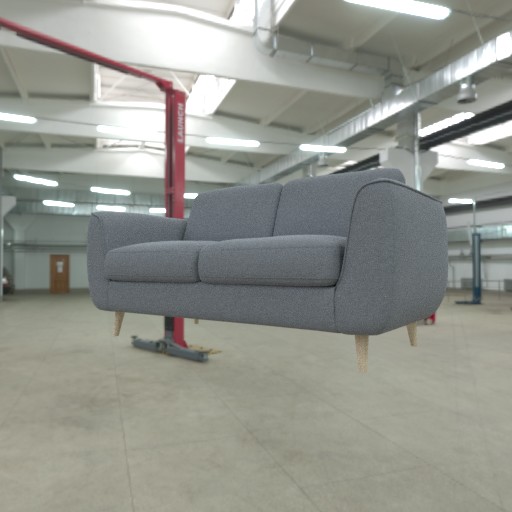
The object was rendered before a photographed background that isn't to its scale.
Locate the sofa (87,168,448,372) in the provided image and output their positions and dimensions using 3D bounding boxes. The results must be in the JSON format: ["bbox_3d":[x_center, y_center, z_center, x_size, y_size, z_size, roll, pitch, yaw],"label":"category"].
[{"bbox_3d":[0.000,0.000,2.237,1.700,0.850,0.920,-1,-2,35],"label":"sofa"}]
